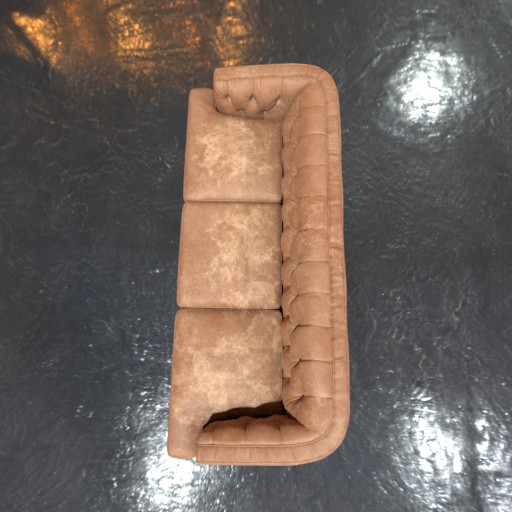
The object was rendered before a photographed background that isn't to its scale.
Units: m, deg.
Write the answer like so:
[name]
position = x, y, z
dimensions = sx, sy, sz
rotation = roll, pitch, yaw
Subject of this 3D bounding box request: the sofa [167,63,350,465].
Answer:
[sofa]
position = 0.000, 0.000, 2.655
dimensions = 0.922, 0.791, 2.257
rotation = 1, 75, 0
